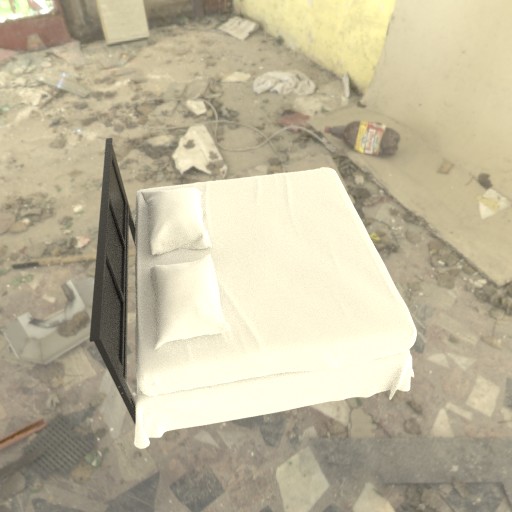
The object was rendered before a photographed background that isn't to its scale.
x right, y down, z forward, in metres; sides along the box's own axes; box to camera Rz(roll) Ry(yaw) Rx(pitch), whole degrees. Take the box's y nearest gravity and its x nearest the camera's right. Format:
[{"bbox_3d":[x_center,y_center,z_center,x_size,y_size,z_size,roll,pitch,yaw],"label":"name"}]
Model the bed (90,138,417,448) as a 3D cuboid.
[{"bbox_3d":[0.000,0.000,3.663,2.219,1.271,2.315,-8,47,-7],"label":"bed"}]
